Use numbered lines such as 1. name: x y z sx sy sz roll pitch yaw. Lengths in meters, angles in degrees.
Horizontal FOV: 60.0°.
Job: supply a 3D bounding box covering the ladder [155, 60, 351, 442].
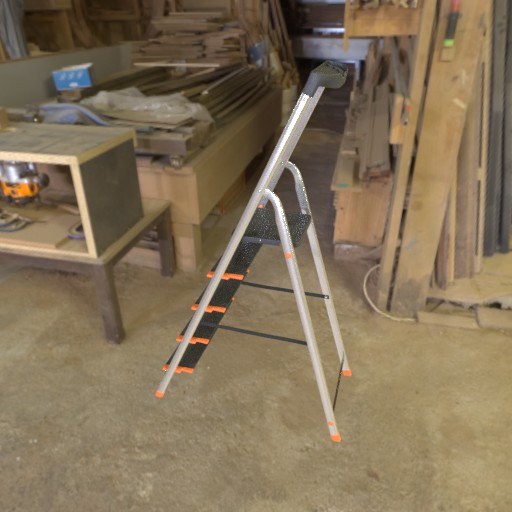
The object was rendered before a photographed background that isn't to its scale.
1. ladder: 0.000 0.000 2.049 0.995 1.646 0.480 9 31 15
